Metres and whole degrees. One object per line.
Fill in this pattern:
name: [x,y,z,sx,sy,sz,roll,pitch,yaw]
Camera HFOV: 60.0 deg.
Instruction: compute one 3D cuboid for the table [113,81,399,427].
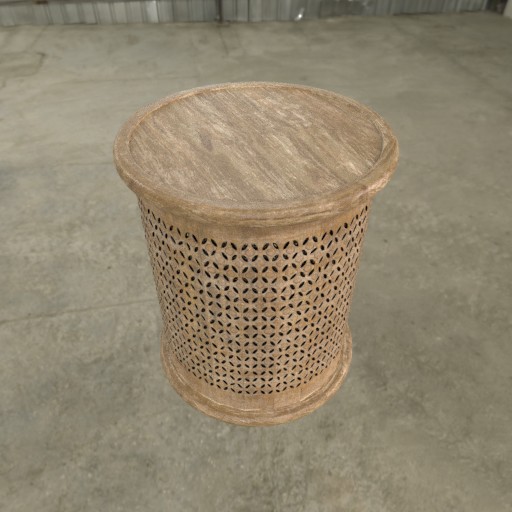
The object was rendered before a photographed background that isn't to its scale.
table: [0.000,0.000,0.800,0.407,0.482,0.407,0,41,0]
